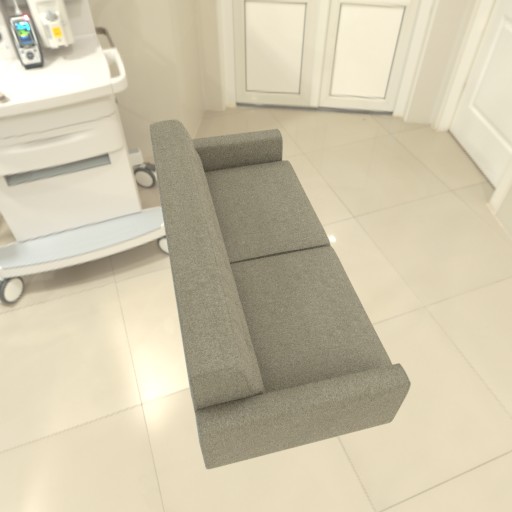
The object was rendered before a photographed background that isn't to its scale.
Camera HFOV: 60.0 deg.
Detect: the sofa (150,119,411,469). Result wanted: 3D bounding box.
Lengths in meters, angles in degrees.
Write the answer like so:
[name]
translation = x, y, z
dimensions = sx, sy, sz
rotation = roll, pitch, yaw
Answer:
[sofa]
translation = 0.000, 0.000, 2.580
dimensions = 0.968, 0.873, 2.055
rotation = -10, 48, -9
